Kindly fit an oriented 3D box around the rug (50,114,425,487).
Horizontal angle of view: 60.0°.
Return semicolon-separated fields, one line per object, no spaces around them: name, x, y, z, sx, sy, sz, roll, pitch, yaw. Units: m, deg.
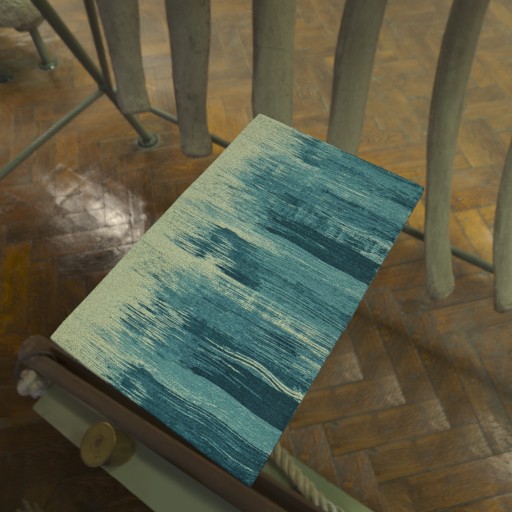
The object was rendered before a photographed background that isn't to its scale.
rug;0.000;0.000;3.089;1.540;0.027;2.450;29;63;16
